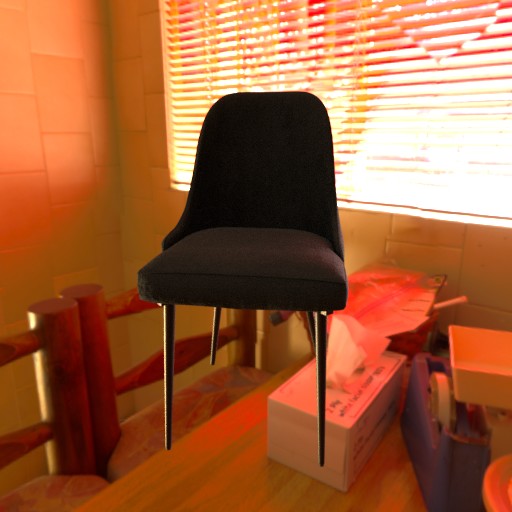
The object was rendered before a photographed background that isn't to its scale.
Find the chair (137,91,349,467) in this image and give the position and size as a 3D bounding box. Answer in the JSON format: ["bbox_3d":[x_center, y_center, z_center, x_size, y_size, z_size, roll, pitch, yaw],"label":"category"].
[{"bbox_3d":[0.000,0.000,1.208,0.478,0.896,0.559,2,15,8],"label":"chair"}]
